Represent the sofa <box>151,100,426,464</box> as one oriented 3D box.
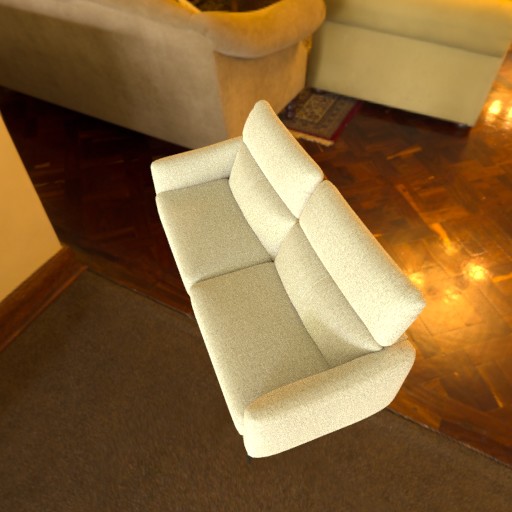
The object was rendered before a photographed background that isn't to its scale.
[{"bbox_3d":[0.000,0.000,2.594,0.856,0.956,2.015,-16,49,-14],"label":"sofa"}]
